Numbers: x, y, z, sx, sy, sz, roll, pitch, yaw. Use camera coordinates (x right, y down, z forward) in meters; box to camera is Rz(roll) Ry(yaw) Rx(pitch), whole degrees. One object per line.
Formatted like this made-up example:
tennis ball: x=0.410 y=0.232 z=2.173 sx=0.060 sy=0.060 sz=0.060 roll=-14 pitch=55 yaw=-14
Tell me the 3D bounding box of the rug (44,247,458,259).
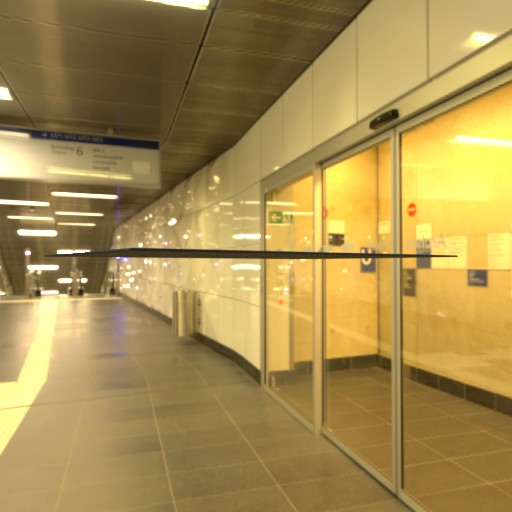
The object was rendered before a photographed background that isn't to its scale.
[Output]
rug: x=0.000 y=0.000 z=2.343 sx=1.829 sy=0.010 sz=1.219 roll=1 pitch=-1 yaw=-37
